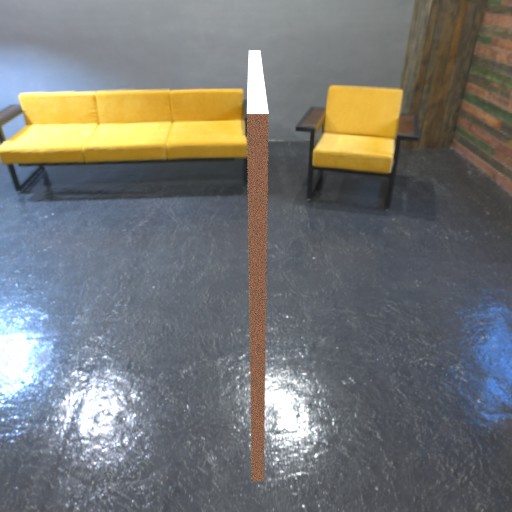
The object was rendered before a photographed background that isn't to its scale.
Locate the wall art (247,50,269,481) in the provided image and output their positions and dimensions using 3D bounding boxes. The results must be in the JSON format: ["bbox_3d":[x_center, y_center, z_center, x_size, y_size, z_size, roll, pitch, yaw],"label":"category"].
[{"bbox_3d":[0.000,0.000,1.352,0.039,1.050,0.795,0,32,0],"label":"wall art"}]
